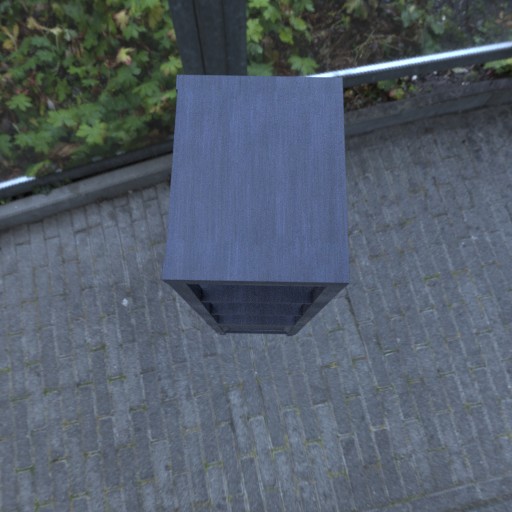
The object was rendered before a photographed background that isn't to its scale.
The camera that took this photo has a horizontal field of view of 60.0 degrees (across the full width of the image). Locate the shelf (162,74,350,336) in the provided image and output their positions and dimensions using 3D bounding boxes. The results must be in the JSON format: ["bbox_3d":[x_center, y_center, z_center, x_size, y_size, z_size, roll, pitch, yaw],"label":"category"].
[{"bbox_3d":[0.000,0.000,1.998,0.472,1.727,0.584,1,75,0],"label":"shelf"}]
